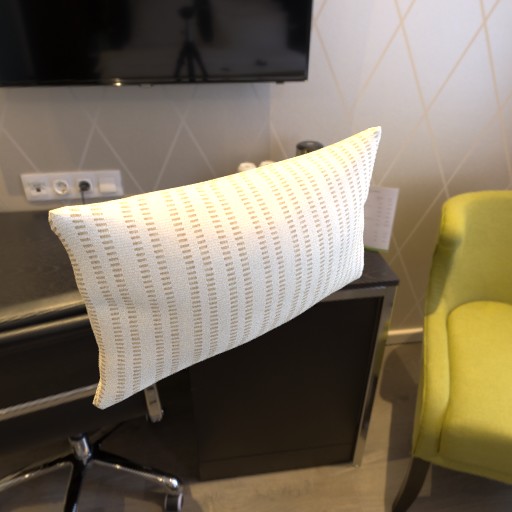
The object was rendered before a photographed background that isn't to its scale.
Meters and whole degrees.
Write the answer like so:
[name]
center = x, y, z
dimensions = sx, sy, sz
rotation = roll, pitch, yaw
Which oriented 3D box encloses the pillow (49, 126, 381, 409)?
[pillow]
center = 0.000, 0.000, 0.786
dimensions = 0.640, 0.353, 0.210
rotation = -22, 37, -32
